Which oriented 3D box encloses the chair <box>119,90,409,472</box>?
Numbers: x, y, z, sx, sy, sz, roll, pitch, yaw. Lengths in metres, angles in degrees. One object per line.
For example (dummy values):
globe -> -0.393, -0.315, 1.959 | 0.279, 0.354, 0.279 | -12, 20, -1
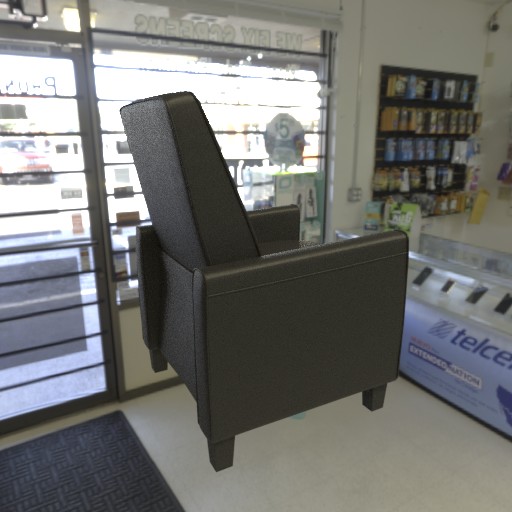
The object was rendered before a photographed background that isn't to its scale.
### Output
chair -> 0.000, 0.000, 1.516 | 0.746, 1.013, 0.705 | -8, 17, -27
